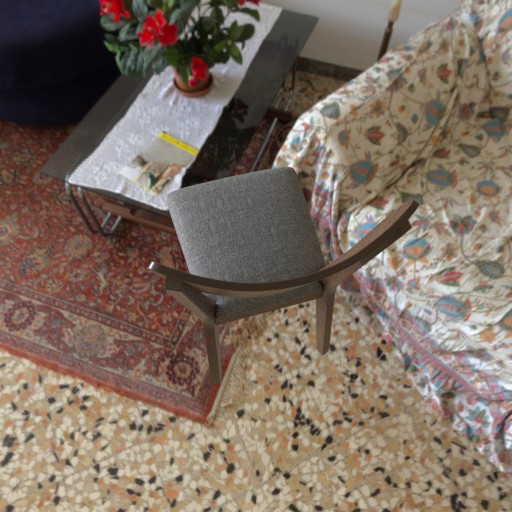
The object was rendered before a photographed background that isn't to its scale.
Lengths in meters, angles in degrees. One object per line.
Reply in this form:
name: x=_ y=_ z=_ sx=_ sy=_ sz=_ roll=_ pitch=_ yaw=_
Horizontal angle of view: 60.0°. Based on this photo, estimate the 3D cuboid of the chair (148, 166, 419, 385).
chair: x=0.000 y=0.000 z=1.219 sx=0.491 sy=0.849 sz=0.583 roll=-14 pitch=60 yaw=-8
